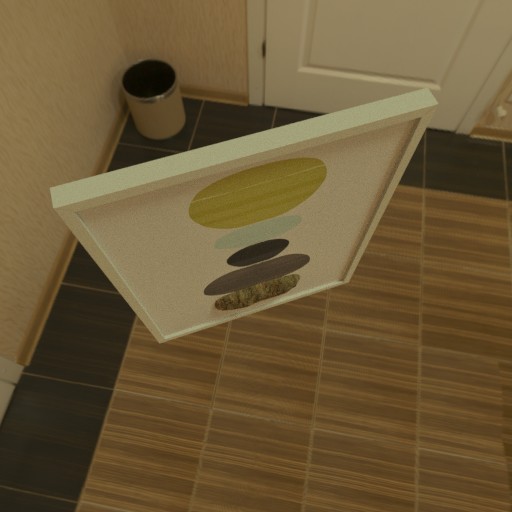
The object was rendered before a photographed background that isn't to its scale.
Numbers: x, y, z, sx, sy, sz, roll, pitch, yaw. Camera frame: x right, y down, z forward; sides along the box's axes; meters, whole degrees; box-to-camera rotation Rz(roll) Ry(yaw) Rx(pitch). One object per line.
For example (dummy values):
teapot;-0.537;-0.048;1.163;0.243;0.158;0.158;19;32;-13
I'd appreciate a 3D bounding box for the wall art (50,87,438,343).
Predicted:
wall art;0.000;0.000;1.017;0.611;0.763;0.055;-17;66;-8
